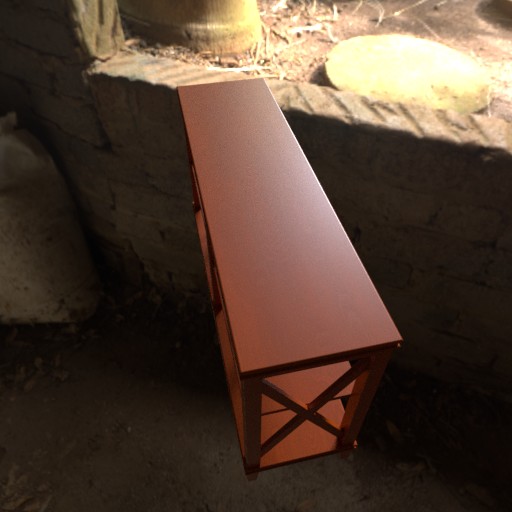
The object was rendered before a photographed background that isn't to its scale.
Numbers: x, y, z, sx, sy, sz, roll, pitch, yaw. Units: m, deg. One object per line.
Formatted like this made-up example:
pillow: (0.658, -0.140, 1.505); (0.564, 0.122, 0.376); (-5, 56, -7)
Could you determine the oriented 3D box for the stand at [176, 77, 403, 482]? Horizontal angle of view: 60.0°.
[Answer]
stand: (0.000, 0.000, 1.716); (0.381, 0.762, 1.372); (-9, 47, -9)
